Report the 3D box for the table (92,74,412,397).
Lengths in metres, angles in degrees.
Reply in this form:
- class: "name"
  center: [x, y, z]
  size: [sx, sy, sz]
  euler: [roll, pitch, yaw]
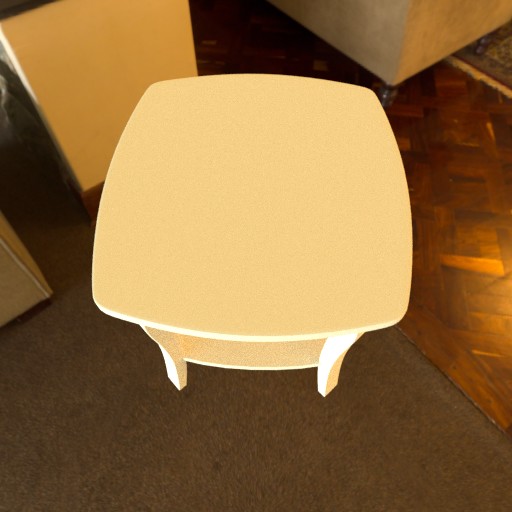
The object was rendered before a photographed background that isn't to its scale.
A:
- class: "table"
  center: [0.000, 0.000, 0.851]
  size: [0.451, 0.438, 0.502]
  euler: [2, 58, 1]
